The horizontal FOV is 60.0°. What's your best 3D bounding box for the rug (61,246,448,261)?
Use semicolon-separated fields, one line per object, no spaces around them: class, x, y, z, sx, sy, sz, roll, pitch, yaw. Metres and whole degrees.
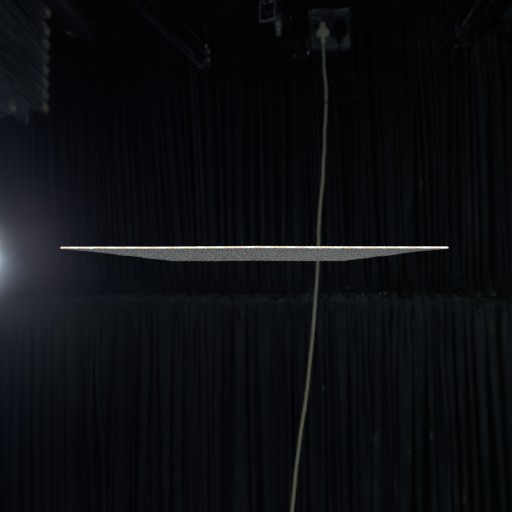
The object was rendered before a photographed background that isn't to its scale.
rug;0.000;0.000;2.774;1.524;0.013;2.135;0;-2;1
